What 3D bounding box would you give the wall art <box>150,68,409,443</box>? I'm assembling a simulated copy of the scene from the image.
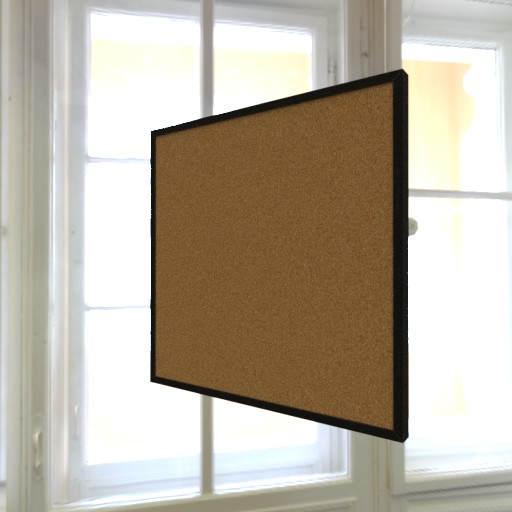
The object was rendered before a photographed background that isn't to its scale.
[{"bbox_3d":[0.000,0.000,1.136,0.761,0.761,0.037,0,0,36],"label":"wall art"}]
